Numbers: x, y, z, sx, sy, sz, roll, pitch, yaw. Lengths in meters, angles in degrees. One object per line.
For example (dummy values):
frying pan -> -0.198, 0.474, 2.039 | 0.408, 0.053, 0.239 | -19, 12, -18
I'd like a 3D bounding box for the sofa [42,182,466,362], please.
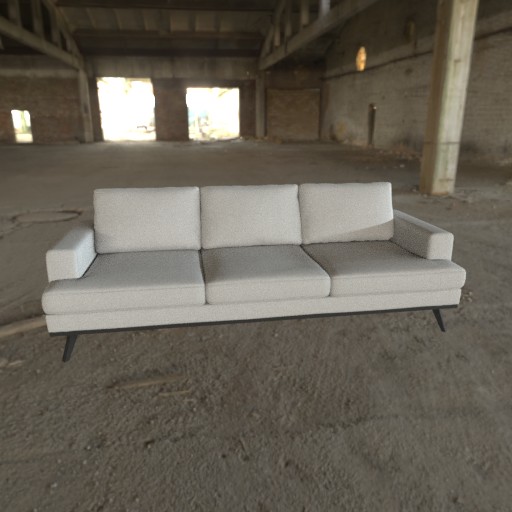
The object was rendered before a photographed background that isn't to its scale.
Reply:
sofa -> 0.000, 0.000, 2.774 | 2.310, 0.810, 0.920 | -3, 18, -9
